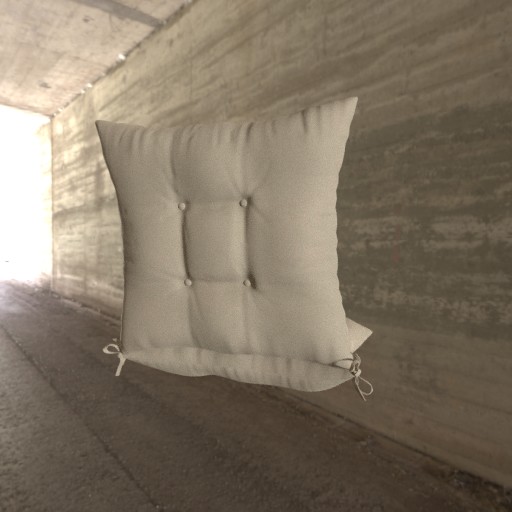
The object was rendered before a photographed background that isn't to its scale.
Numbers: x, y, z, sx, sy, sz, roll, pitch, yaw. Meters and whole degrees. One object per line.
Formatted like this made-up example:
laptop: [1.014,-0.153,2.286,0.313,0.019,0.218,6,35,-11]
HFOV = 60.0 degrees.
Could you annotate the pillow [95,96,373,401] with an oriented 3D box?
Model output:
pillow: [0.000,0.000,1.030,0.541,0.536,0.585,0,1,17]
